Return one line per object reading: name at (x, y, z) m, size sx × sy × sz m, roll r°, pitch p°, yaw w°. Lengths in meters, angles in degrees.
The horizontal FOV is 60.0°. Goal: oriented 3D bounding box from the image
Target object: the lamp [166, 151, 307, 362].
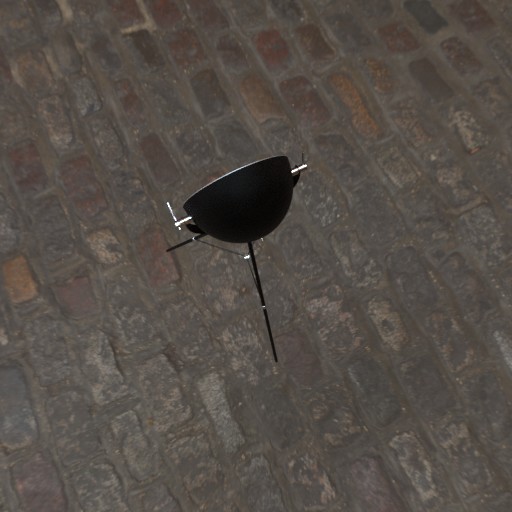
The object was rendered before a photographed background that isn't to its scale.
lamp at (0.000, 0.000, 2.007) m, size 0.817 × 1.512 × 0.920 m, roll -25°, pitch 77°, yaw -6°
